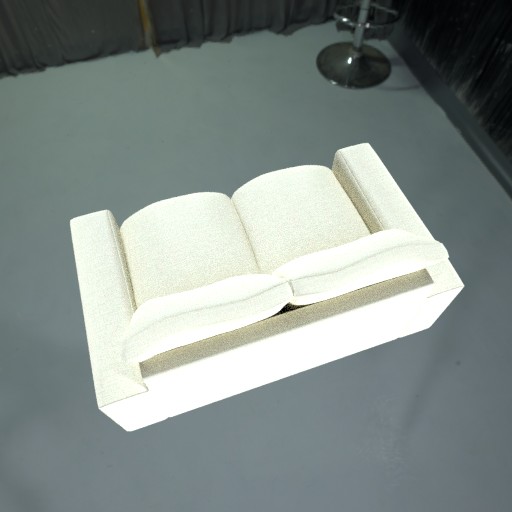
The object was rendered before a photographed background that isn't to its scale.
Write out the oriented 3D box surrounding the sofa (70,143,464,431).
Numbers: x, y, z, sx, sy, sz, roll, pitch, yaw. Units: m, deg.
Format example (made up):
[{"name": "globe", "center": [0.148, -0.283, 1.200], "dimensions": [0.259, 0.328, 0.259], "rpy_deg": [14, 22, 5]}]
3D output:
[{"name": "sofa", "center": [0.000, 0.000, 2.324], "dimensions": [1.754, 0.875, 1.091], "rpy_deg": [-16, 59, -10]}]
